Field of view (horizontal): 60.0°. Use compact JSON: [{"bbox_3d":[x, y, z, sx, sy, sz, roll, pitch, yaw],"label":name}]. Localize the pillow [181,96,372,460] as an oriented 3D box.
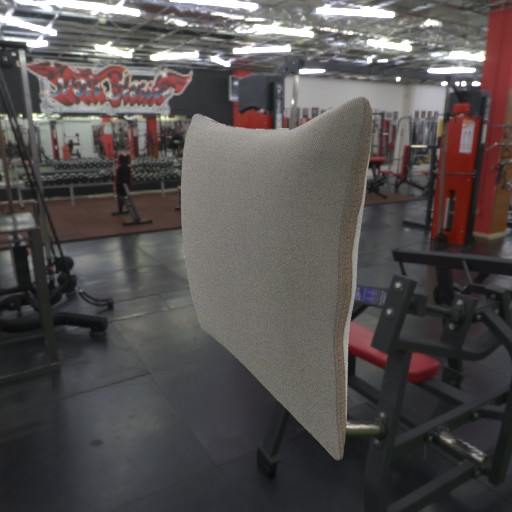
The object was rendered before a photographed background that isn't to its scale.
[{"bbox_3d":[0.000,0.000,0.629,0.173,0.401,0.416,-8,18,-28],"label":"pillow"}]
